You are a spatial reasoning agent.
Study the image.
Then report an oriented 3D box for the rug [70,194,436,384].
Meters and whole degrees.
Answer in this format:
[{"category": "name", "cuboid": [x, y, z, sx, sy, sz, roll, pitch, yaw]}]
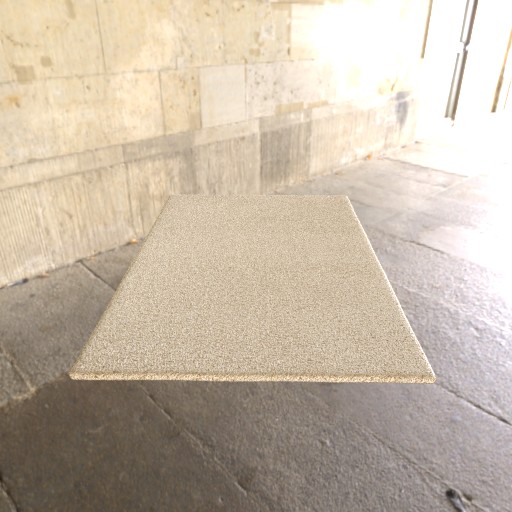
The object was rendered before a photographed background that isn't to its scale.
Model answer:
[{"category": "rug", "cuboid": [0.000, 0.000, 2.253, 1.219, 0.030, 1.778, 0, 27, 1]}]
